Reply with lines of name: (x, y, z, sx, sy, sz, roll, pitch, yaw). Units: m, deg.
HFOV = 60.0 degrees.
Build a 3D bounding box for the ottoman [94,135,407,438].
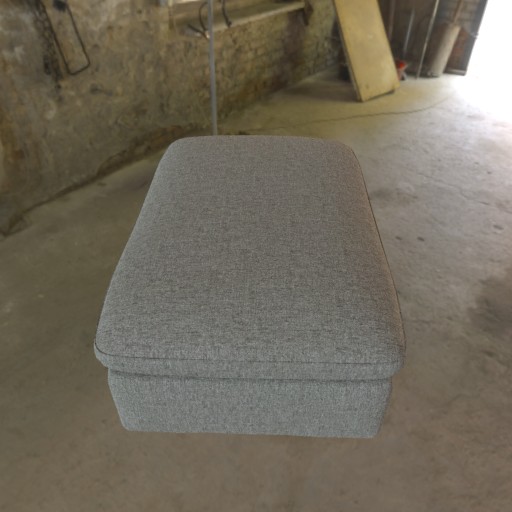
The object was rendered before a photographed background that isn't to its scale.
ottoman: (0.000, 0.000, 1.350, 0.694, 0.451, 0.977, 1, 41, 1)
